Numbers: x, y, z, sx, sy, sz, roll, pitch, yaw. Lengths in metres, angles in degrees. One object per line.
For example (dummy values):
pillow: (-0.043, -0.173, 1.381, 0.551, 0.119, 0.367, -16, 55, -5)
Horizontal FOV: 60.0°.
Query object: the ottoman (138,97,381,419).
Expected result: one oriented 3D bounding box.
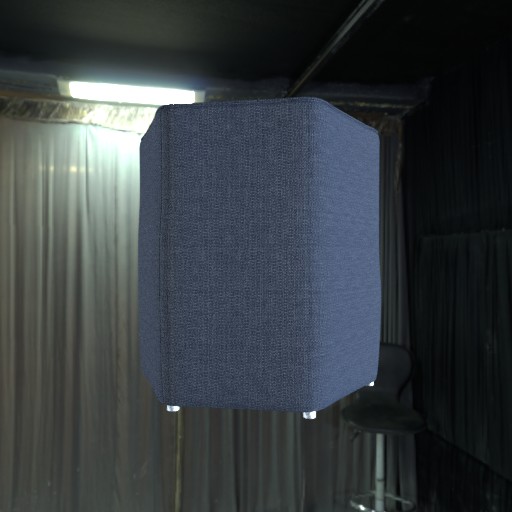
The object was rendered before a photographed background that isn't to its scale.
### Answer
ottoman: (0.000, 0.000, 0.900, 0.454, 0.505, 0.492, 0, 0, -18)
